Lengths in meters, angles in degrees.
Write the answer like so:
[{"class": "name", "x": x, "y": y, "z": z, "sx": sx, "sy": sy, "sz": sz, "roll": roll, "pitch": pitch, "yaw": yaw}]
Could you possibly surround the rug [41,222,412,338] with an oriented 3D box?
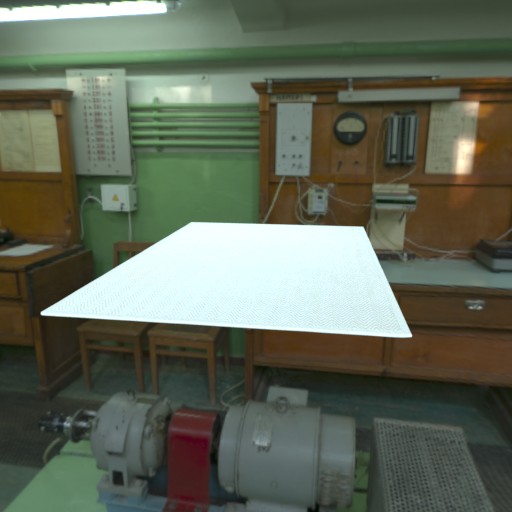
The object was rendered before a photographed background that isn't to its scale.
[{"class": "rug", "x": 0.000, "y": 0.000, "z": 2.850, "sx": 1.532, "sy": 0.017, "sz": 2.244, "roll": 2, "pitch": 15, "yaw": 8}]
